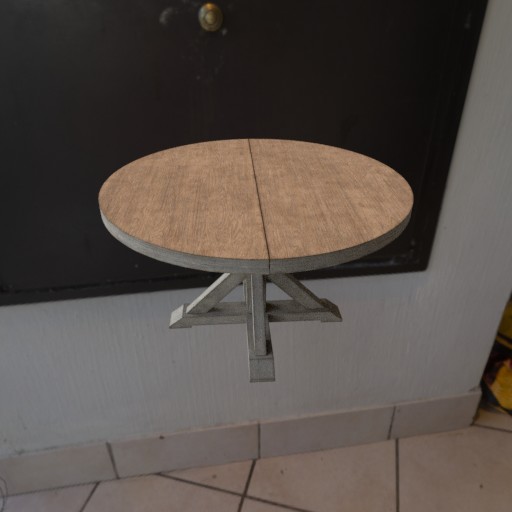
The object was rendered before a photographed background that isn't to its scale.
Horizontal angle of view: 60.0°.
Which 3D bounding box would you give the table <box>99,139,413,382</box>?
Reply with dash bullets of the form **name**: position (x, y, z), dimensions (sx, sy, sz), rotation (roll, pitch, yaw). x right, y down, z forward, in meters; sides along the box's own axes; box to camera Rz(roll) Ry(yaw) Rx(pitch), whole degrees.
- **table**: position (0.000, 0.000, 2.198), dimensions (1.363, 0.781, 1.363), rotation (0, 31, 0)
